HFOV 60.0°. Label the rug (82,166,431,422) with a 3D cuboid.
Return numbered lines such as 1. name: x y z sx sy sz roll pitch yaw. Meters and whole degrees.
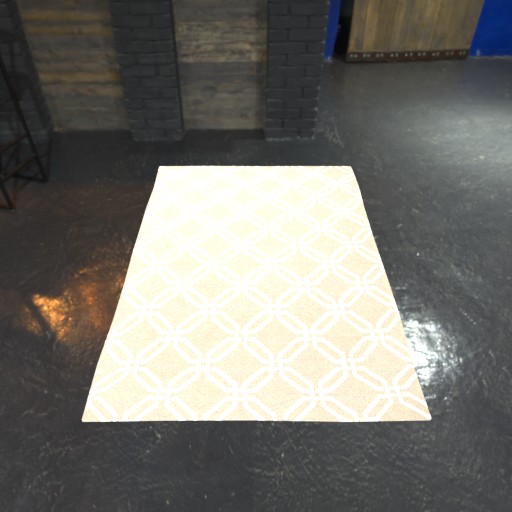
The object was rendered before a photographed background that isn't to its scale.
1. rug: 0.000 0.000 2.698 1.524 0.013 2.135 0 42 0
